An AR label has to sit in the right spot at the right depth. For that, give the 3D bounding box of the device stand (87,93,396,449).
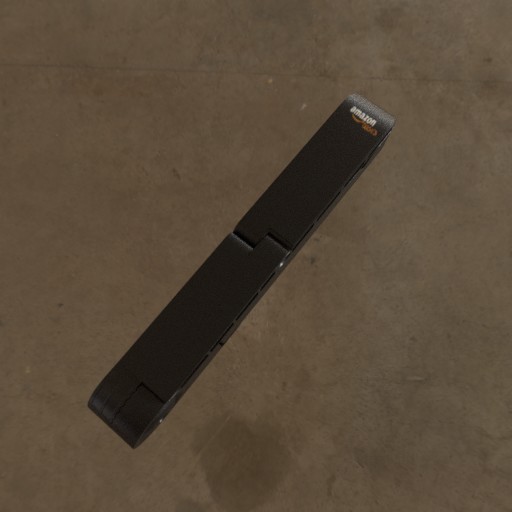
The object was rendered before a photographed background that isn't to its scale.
[{"bbox_3d":[0.000,0.000,0.192,0.026,0.030,0.179,38,77,10],"label":"device stand"}]
